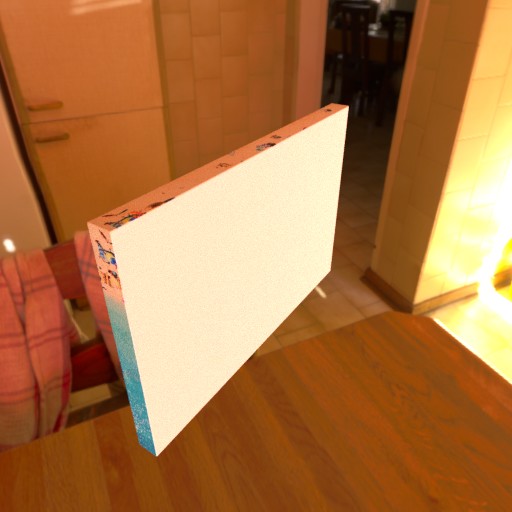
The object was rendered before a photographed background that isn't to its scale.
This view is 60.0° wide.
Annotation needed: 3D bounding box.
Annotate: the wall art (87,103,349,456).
[{"bbox_3d":[0.000,0.000,0.801,0.039,0.406,0.609,20,38,28],"label":"wall art"}]
